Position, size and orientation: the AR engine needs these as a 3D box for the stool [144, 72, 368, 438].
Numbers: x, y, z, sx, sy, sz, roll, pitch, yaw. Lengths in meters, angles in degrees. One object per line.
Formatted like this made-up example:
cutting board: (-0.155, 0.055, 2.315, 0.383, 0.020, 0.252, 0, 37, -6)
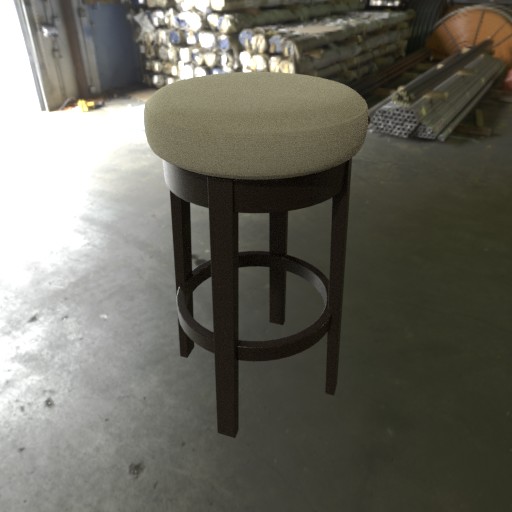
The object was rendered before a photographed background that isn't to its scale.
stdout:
stool: (0.000, 0.000, 1.036, 0.446, 0.758, 0.446, 0, 32, 0)
